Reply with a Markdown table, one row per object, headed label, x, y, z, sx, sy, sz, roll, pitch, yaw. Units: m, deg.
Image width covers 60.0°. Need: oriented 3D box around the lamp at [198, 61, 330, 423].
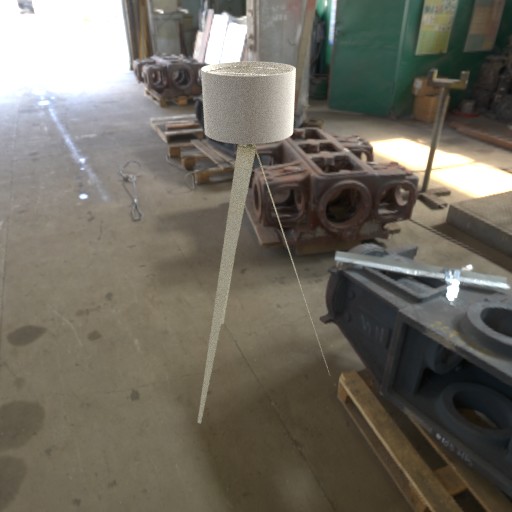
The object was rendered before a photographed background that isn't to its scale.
| label | x | y | z | sx | sy | sz | roll | pitch | yaw |
| --- | --- | --- | --- | --- | --- | --- | --- | --- | --- |
| lamp | 0.000 | 0.000 | 1.959 | 0.724 | 1.524 | 0.716 | 11 | 33 | 18 |
